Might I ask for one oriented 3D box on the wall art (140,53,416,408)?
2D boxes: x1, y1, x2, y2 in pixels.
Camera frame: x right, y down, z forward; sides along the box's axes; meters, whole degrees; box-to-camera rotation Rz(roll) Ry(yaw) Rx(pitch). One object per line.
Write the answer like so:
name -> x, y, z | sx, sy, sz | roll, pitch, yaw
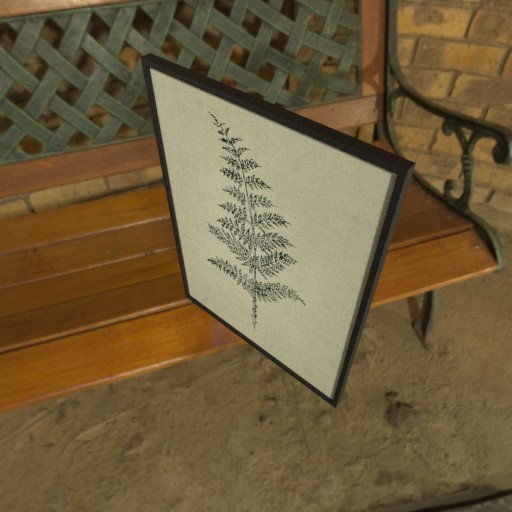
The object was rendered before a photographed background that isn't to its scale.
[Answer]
wall art -> 0.000, 0.000, 1.437 | 0.802, 1.070, 0.036 | 32, 55, 26
